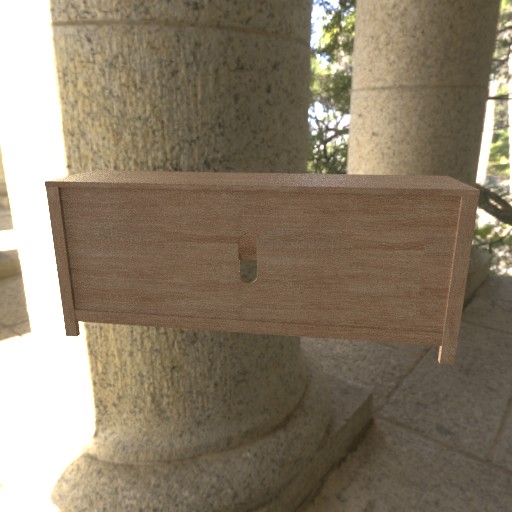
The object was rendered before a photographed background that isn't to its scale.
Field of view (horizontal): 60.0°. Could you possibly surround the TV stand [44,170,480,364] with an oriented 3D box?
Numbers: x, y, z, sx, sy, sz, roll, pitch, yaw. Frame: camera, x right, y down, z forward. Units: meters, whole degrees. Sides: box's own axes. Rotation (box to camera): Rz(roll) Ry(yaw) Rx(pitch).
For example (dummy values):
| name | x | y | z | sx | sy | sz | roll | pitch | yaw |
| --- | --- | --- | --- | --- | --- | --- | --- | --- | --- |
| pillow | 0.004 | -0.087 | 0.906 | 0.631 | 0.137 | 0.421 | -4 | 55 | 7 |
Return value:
| name | x | y | z | sx | sy | sz | roll | pitch | yaw |
| --- | --- | --- | --- | --- | --- | --- | --- | --- | --- |
| TV stand | 0.000 | 0.000 | 1.748 | 1.466 | 0.610 | 0.398 | 2 | 17 | 8 |
